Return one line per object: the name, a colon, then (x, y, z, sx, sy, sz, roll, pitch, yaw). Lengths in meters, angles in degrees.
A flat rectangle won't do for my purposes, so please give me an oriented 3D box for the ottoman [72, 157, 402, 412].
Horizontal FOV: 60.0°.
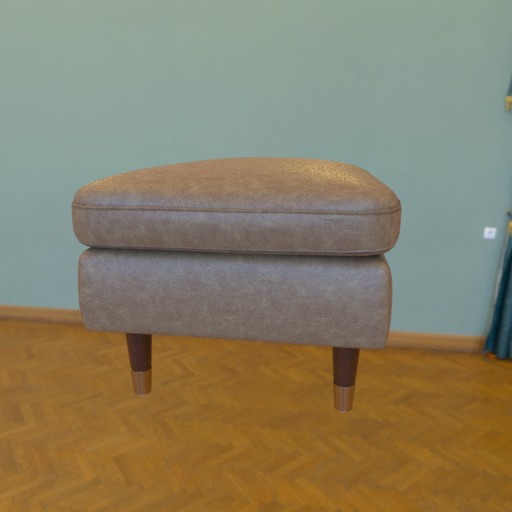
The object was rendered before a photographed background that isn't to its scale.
ottoman: (0.000, 0.000, 1.104, 0.593, 0.478, 0.747, 2, 14, 8)
